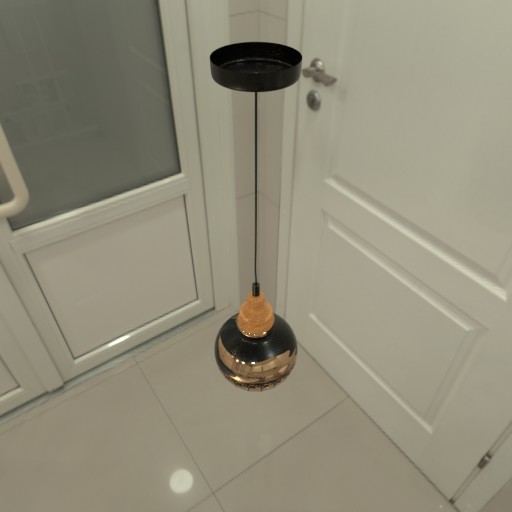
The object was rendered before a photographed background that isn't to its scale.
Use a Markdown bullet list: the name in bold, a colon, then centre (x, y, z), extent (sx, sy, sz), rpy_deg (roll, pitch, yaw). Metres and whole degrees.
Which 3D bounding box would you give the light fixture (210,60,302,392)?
- **light fixture**: centre (0.000, 0.000, 1.859), extent (0.430, 1.606, 0.430), rpy_deg (-25, 48, -25)
